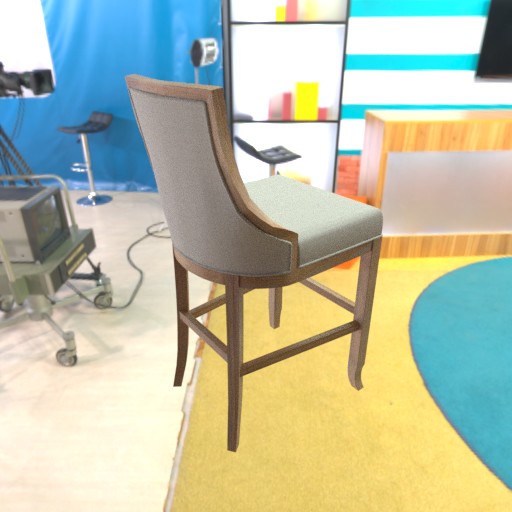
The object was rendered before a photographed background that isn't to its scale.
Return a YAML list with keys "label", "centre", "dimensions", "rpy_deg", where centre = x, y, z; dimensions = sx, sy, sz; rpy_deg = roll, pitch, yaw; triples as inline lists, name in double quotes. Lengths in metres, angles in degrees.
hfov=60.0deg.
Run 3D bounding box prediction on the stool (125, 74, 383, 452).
- label: "stool"
  centre: [0.000, 0.000, 1.446]
  dimensions: [0.626, 1.101, 0.524]
  rpy_deg: [-19, 32, -33]
